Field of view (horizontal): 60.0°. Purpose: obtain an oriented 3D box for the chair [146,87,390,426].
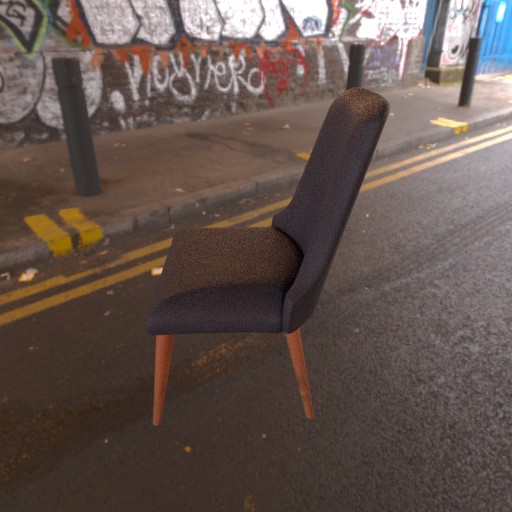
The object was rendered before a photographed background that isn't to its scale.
[{"bbox_3d":[0.000,0.000,1.181,0.567,0.820,0.504,-1,28,-1],"label":"chair"}]
